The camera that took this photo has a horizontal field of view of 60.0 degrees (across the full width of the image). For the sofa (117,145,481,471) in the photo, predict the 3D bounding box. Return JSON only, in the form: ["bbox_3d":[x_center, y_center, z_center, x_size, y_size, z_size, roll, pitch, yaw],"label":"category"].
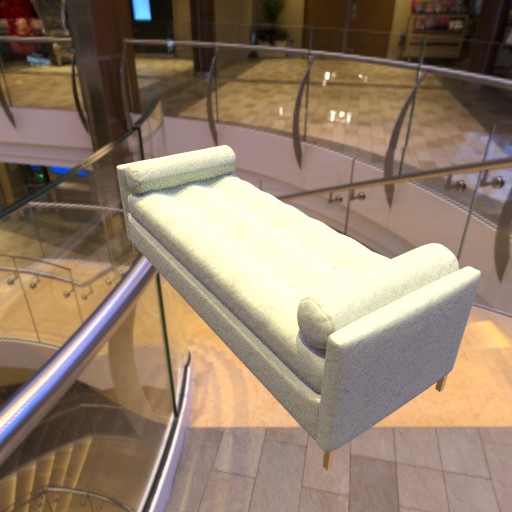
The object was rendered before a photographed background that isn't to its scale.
[{"bbox_3d":[0.000,0.000,2.455,0.796,0.705,2.102,-19,35,-29],"label":"sofa"}]
